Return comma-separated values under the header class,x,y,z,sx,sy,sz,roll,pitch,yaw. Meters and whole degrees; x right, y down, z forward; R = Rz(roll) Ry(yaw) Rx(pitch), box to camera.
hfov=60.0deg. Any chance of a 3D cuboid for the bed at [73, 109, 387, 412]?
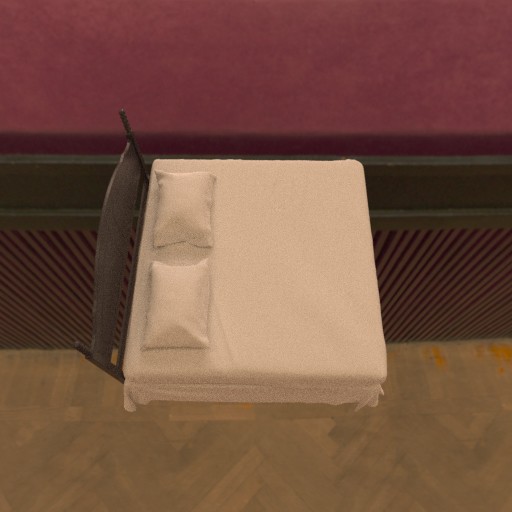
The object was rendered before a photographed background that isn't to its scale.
class,x,y,z,sx,sy,sz,roll,pitch,yaw
bed,0.000,0.000,3.670,2.219,1.355,2.322,1,64,0
